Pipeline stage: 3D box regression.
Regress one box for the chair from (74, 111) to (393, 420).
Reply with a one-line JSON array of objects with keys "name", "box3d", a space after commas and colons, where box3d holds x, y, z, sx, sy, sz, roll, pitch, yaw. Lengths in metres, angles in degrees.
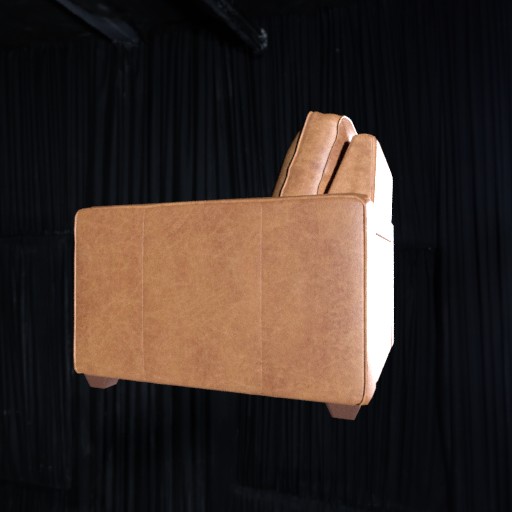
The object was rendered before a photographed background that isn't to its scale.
[{"name": "chair", "box3d": [0.000, 0.000, 1.755, 1.027, 0.901, 0.987, 0, -1, 18]}]
